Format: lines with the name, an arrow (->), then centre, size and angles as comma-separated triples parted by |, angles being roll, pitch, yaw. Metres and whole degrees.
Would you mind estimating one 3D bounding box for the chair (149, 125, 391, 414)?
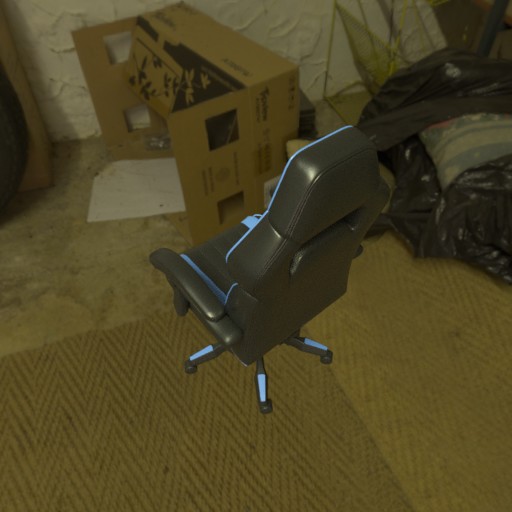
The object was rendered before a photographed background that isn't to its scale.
chair -> 0.000, 0.000, 1.698 | 0.700, 1.280, 0.700 | -32, 54, -26
